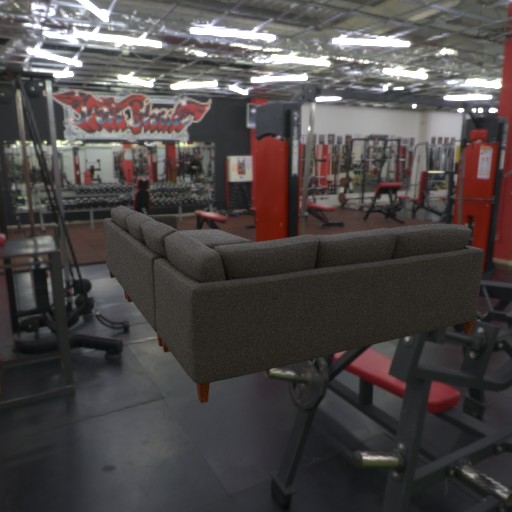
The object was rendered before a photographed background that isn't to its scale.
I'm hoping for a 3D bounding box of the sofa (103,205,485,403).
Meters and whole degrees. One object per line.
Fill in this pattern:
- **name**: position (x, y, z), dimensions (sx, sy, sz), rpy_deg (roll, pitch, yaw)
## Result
- **sofa**: position (0.000, 0.000, 4.661), dimensions (2.594, 0.961, 3.460), rpy_deg (-6, 14, -26)
